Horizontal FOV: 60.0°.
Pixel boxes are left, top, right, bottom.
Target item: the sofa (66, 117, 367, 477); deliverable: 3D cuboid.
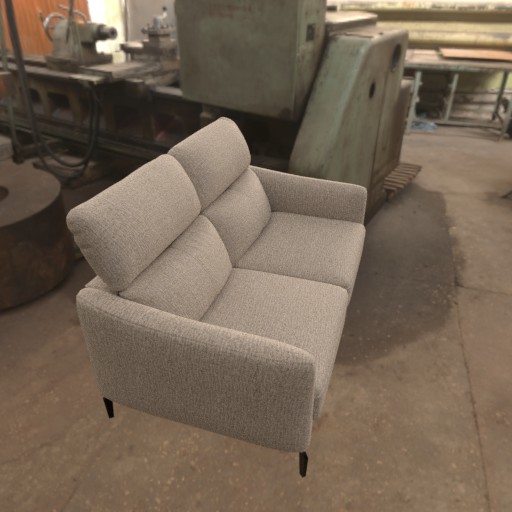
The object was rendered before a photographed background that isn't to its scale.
[{"bbox_3d":[0.000,0.000,2.085,0.905,0.950,1.540,10,32,16],"label":"sofa"}]
